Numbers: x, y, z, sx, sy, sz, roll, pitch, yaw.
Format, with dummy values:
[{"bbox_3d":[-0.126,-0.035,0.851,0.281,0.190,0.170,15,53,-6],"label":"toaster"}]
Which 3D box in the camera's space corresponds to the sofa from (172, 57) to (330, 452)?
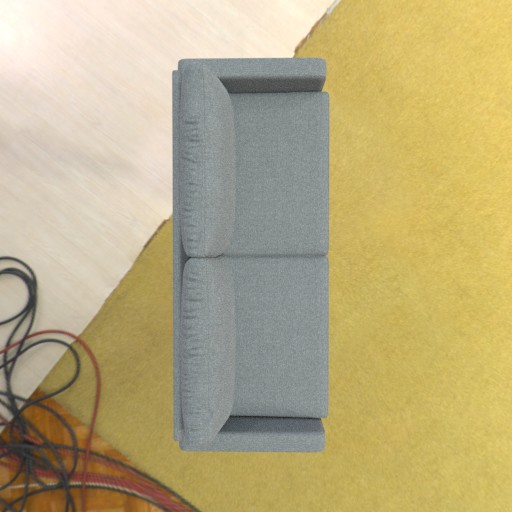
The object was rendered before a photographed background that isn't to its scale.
[{"bbox_3d":[0.000,0.000,2.652,0.880,0.880,2.200,0,91,1],"label":"sofa"}]
